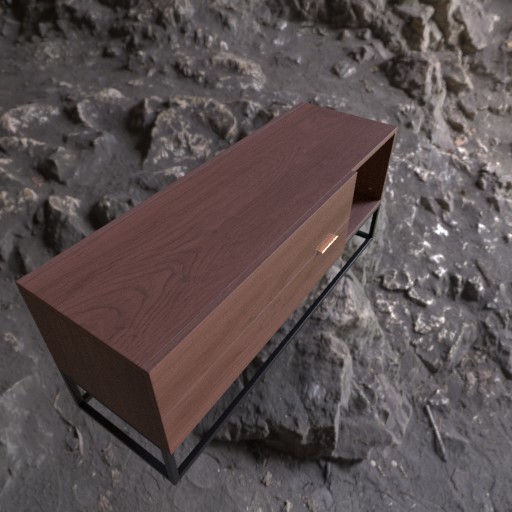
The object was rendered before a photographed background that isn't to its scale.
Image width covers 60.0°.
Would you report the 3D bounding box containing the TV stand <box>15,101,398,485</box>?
[{"bbox_3d":[0.000,0.000,1.390,0.415,0.500,1.200,25,47,26],"label":"TV stand"}]
